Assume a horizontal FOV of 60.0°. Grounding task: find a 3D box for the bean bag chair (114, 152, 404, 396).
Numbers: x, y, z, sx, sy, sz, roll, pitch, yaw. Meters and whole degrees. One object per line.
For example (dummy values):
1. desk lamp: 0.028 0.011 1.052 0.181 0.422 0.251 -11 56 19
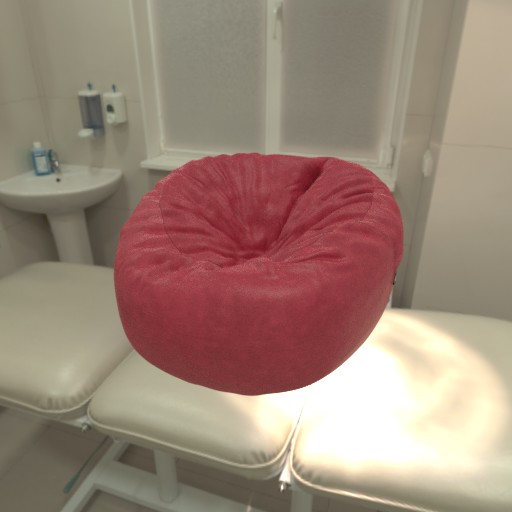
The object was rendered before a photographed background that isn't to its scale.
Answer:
1. bean bag chair: 0.000 0.000 2.442 1.524 0.878 1.524 9 29 17
